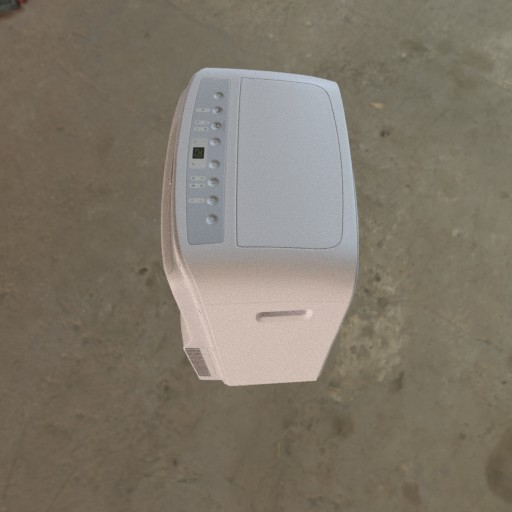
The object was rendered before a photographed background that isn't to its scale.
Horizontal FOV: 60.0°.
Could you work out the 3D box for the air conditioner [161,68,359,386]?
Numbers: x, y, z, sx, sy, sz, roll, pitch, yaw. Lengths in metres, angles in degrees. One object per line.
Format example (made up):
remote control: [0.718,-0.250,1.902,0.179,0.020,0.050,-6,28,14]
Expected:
air conditioner: [0.000,0.000,0.966,0.365,0.700,0.454,0,64,0]
